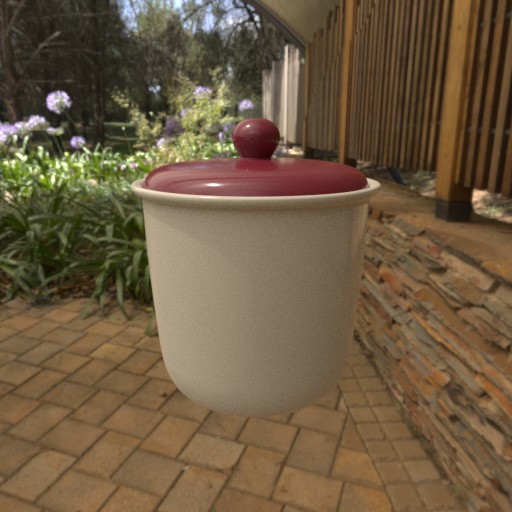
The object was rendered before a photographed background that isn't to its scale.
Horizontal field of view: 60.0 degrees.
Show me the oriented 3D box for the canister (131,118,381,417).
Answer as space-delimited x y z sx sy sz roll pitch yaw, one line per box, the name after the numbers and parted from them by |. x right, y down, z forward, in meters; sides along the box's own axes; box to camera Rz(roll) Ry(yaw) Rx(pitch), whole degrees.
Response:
0.000 0.000 0.349 0.182 0.208 0.182 0 16 0 | canister
